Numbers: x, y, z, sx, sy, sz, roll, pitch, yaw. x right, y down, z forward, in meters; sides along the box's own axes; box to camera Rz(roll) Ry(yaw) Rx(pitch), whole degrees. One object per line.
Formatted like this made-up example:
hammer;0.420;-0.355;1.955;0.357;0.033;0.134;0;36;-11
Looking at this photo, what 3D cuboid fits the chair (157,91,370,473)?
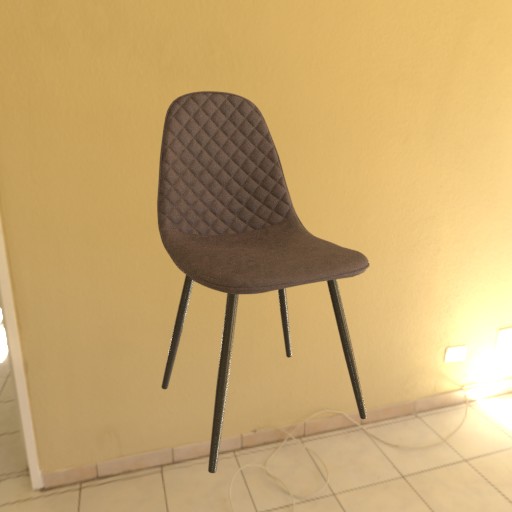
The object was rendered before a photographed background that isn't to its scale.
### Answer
chair;0.000;0.000;1.211;0.472;0.889;0.561;-8;17;-26
